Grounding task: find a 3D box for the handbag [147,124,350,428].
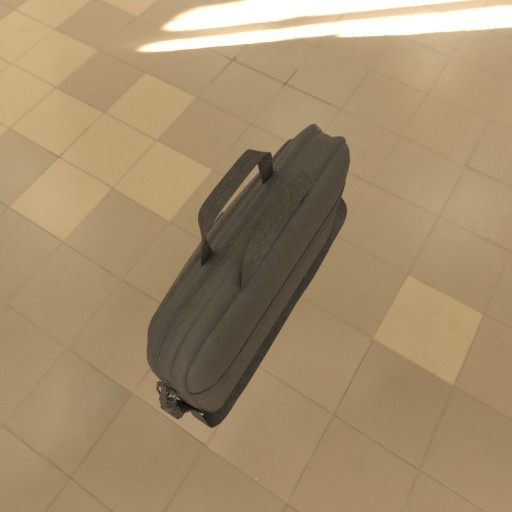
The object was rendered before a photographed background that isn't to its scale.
[{"bbox_3d":[0.000,0.000,0.427,0.089,0.244,0.320,29,67,14],"label":"handbag"}]
